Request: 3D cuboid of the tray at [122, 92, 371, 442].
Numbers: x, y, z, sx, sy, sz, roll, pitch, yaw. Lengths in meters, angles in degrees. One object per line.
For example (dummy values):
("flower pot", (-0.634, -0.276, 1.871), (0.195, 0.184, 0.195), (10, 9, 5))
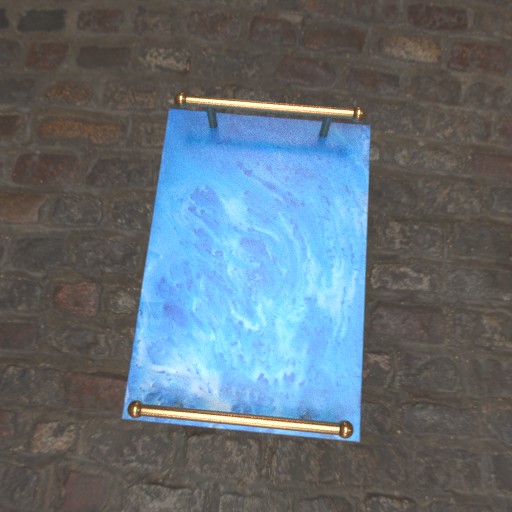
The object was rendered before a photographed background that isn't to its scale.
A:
("tray", (0.000, 0.000, 0.585), (0.304, 0.084, 0.444), (5, 77, 1))
